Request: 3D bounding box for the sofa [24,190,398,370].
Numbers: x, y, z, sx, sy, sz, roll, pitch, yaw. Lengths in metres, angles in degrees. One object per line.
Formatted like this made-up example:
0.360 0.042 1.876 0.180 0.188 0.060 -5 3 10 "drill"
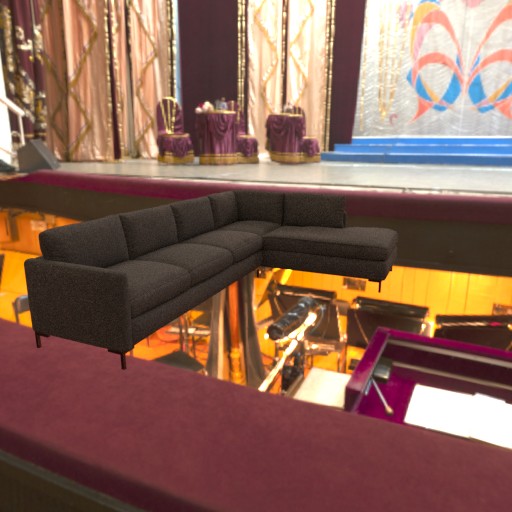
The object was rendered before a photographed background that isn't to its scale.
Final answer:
0.000 0.000 3.779 2.007 0.815 2.949 6 16 23 "sofa"
